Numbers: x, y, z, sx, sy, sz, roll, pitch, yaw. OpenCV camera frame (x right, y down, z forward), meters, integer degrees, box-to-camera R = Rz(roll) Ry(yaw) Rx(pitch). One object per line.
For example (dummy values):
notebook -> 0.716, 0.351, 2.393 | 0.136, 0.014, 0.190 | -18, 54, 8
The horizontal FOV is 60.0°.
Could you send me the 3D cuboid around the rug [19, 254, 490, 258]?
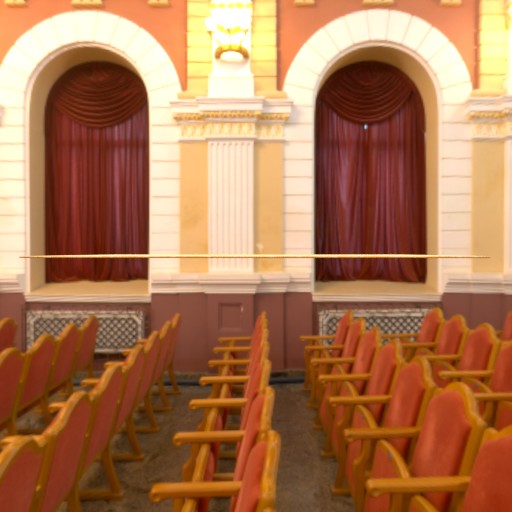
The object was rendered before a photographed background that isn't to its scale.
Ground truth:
rug -> 0.000, 0.000, 3.024 | 2.424, 0.010, 1.511 | 0, 1, 1
